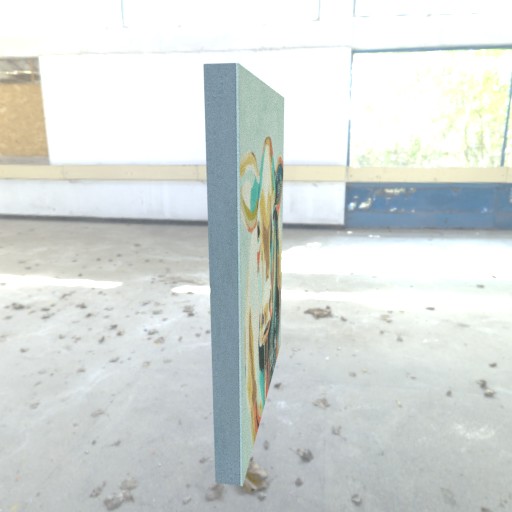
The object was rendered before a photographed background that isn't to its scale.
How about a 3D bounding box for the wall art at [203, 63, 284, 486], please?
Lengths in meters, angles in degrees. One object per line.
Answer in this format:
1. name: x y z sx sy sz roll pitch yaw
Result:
1. wall art: 0.000 0.000 0.705 0.037 0.509 0.409 3 15 10
